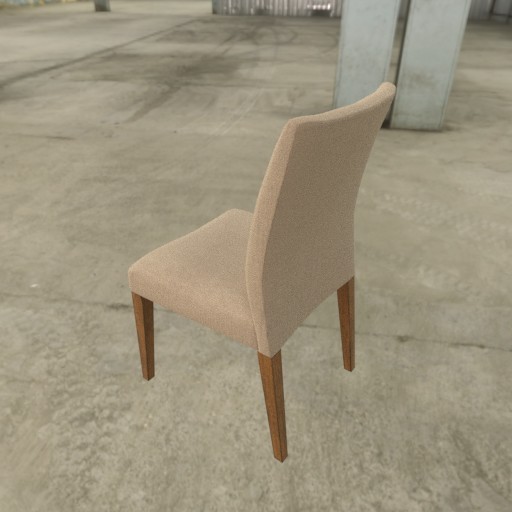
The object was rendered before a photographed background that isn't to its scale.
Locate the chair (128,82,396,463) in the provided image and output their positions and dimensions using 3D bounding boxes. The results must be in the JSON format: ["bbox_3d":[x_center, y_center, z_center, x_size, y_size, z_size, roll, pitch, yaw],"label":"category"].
[{"bbox_3d":[0.000,0.000,1.272,0.585,0.940,0.496,22,38,31],"label":"chair"}]
